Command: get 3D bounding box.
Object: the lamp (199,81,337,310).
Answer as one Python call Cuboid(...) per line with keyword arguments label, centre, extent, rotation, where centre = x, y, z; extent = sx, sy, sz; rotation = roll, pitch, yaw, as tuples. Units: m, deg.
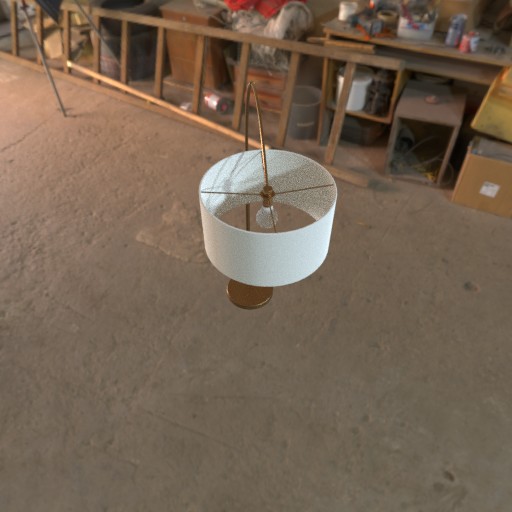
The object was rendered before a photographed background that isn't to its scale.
Cuboid(label="lamp", centre=(0.000, 0.000, 2.518), extent=(0.493, 1.927, 1.434), rotation=(-4, 46, -4))
